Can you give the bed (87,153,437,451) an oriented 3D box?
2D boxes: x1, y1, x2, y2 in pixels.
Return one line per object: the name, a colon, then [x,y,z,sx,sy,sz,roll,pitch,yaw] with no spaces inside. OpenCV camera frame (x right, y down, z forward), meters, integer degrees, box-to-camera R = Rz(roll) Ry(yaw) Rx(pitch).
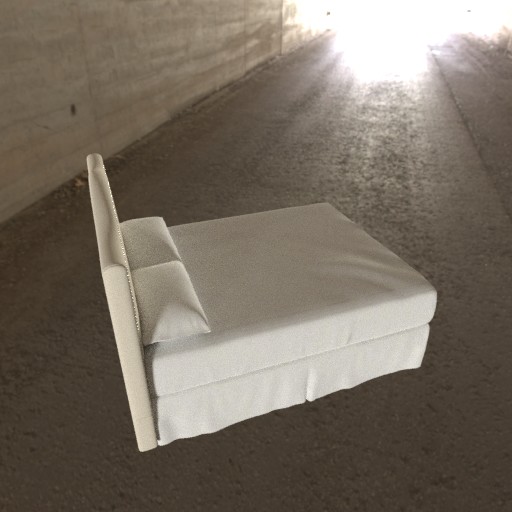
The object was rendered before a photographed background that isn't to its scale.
bed: [0.000,0.000,3.323,2.143,1.460,1.753,-11,32,-17]
